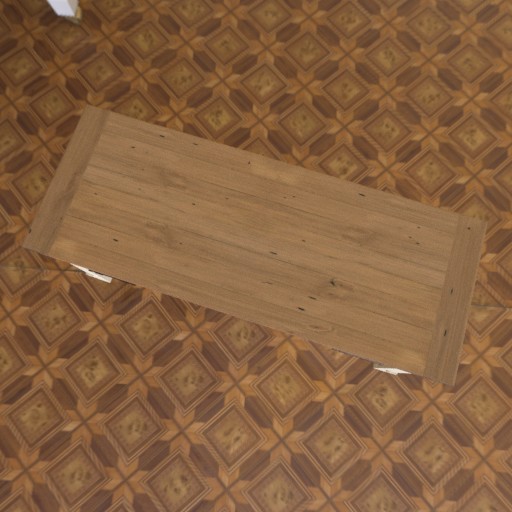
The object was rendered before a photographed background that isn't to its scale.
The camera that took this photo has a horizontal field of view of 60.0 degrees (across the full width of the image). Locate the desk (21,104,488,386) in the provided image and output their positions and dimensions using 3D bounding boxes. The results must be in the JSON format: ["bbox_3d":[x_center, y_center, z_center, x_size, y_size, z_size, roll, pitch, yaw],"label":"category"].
[{"bbox_3d":[0.000,0.000,2.199,1.803,0.762,0.688,17,77,4],"label":"desk"}]
